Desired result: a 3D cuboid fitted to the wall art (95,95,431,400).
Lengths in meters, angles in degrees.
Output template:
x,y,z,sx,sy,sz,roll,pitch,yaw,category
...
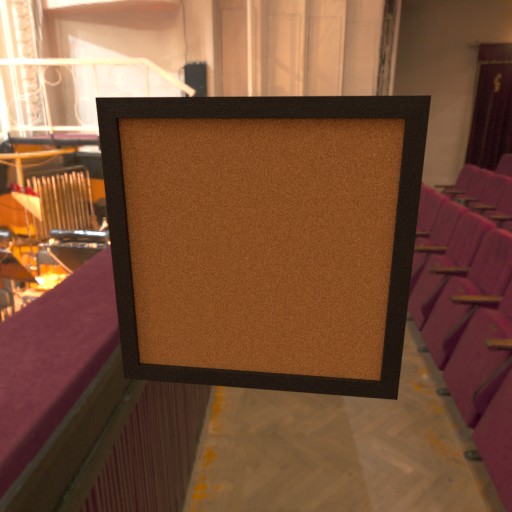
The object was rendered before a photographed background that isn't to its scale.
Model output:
x,y,z,sx,sy,sz,roll,pitch,yaw,category
0.000,0.000,1.500,1.016,1.016,0.038,2,18,7,wall art
